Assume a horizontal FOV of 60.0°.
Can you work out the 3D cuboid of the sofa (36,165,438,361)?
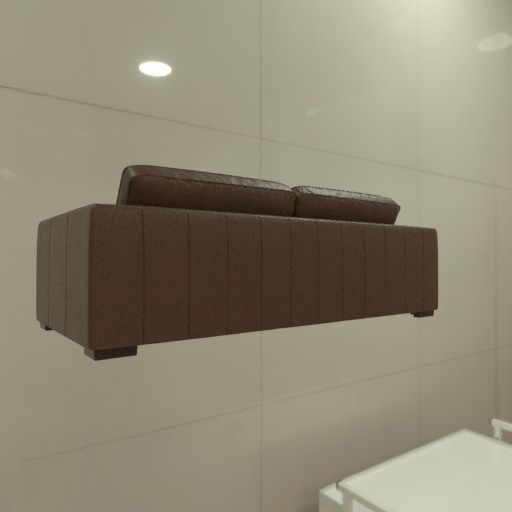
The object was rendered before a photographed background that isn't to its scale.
[{"bbox_3d":[0.000,0.000,2.691,2.262,0.801,1.070,0,-1,-36],"label":"sofa"}]
